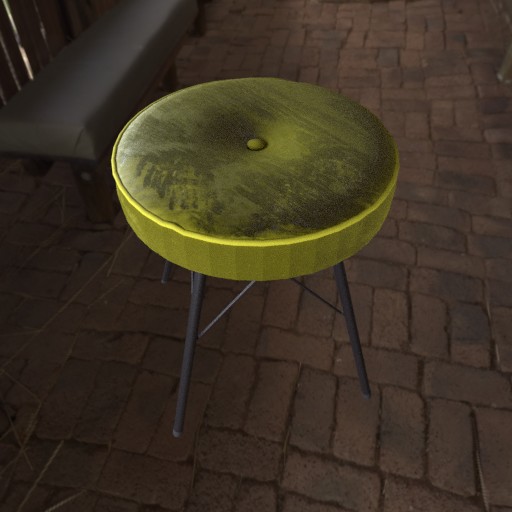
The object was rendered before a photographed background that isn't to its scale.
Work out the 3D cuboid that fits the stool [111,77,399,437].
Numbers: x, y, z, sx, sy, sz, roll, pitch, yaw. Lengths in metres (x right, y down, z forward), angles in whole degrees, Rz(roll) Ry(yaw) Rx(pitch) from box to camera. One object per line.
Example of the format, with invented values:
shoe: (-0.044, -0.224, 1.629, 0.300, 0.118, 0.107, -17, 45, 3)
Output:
stool: (0.000, 0.000, 0.814, 0.409, 0.508, 0.409, -8, 48, -8)
